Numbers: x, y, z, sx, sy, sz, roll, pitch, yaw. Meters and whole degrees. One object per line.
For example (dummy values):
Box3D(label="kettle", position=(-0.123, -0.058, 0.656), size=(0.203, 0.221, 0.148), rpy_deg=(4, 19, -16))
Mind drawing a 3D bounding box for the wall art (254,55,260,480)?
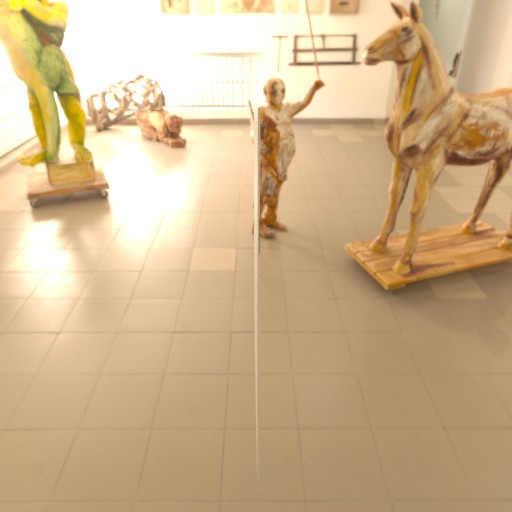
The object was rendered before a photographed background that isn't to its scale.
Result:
Box3D(label="wall art", position=(0.000, 0.000, 0.792), size=(0.003, 0.609, 0.457), rpy_deg=(0, 30, -1))
